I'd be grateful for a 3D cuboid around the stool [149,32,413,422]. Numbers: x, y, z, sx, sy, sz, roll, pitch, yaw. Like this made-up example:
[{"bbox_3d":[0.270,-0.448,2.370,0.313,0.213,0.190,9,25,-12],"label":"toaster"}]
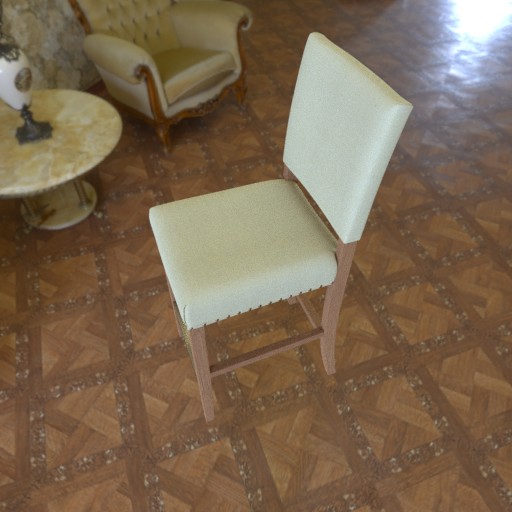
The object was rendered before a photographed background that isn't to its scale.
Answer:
[{"bbox_3d":[0.000,0.000,1.436,0.584,1.168,0.445,-16,49,-14],"label":"stool"}]
